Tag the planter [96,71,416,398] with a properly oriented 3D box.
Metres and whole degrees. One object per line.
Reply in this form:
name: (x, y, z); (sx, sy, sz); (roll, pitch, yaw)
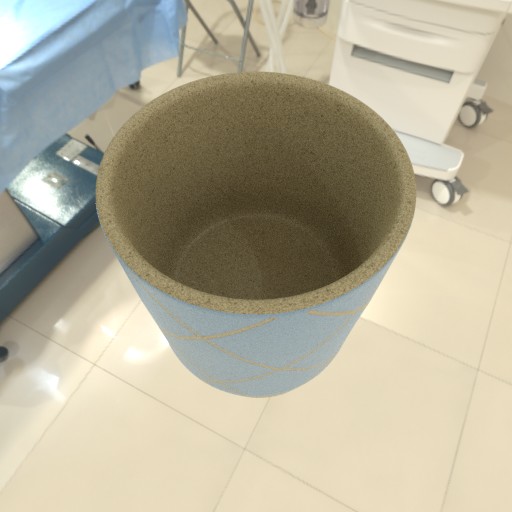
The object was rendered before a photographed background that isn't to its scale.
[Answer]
planter: (0.000, 0.000, 0.417); (0.227, 0.235, 0.227); (0, 58, 0)
